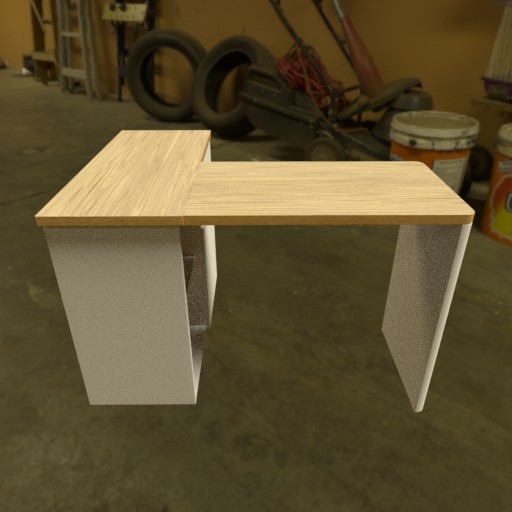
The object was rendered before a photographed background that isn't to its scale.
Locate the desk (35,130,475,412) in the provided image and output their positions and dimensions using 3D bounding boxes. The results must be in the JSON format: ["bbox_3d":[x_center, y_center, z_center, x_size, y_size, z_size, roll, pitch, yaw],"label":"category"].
[{"bbox_3d":[0.000,0.000,1.745,1.170,0.760,0.900,0,30,0],"label":"desk"}]
